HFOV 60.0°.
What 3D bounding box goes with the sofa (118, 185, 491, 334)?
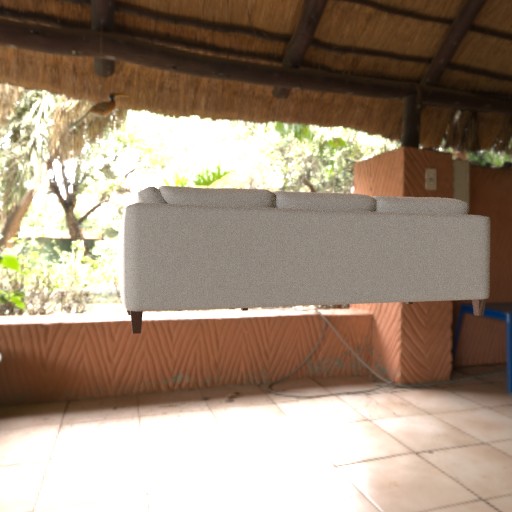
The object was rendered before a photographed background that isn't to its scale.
[{"bbox_3d":[0.000,0.000,4.295,2.551,0.853,3.238,0,0,-18],"label":"sofa"}]
